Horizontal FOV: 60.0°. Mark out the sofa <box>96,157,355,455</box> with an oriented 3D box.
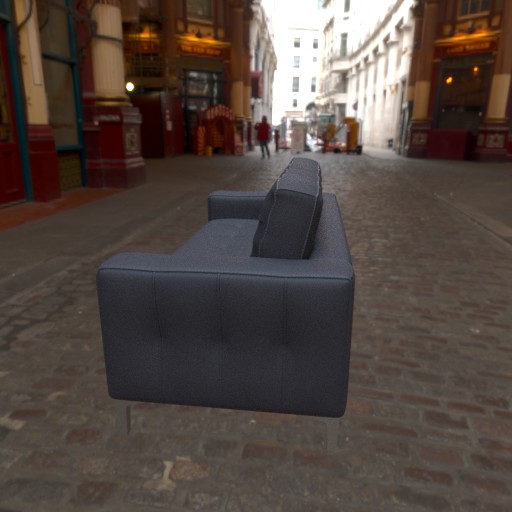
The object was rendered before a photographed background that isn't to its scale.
[{"bbox_3d":[0.000,0.000,2.205,0.833,0.893,1.726,2,17,7],"label":"sofa"}]
